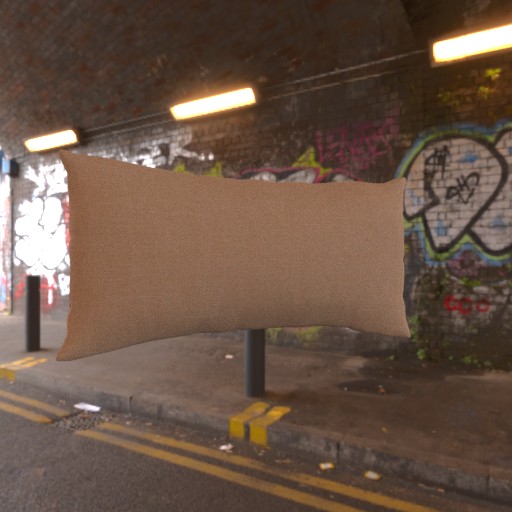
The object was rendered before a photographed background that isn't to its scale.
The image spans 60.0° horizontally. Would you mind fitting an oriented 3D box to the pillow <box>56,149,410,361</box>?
[{"bbox_3d":[0.000,0.000,0.739,0.612,0.308,0.148,0,0,-19],"label":"pillow"}]
